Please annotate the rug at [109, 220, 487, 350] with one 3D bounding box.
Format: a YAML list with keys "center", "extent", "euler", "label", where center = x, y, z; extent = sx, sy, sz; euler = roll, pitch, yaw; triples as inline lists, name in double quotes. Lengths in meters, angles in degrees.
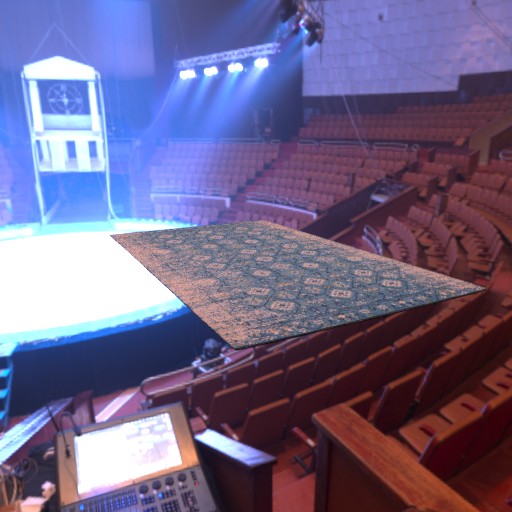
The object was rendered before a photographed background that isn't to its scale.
- center: [0.000, 0.000, 2.234]
  extent: [1.102, 0.008, 1.795]
  euler: [-8, 16, -28]
  label: "rug"
